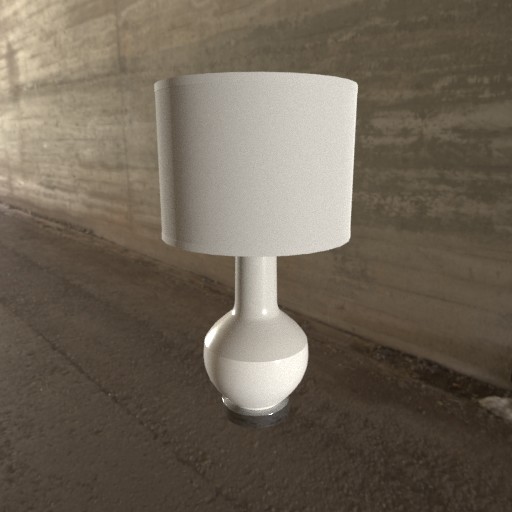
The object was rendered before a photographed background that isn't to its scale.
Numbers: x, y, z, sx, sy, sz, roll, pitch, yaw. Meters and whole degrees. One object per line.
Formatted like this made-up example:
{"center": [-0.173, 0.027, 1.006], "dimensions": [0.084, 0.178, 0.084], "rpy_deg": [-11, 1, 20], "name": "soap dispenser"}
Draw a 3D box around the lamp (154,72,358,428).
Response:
{"center": [0.000, 0.000, 0.868], "dimensions": [0.357, 0.673, 0.357], "rpy_deg": [2, 14, 10], "name": "lamp"}
